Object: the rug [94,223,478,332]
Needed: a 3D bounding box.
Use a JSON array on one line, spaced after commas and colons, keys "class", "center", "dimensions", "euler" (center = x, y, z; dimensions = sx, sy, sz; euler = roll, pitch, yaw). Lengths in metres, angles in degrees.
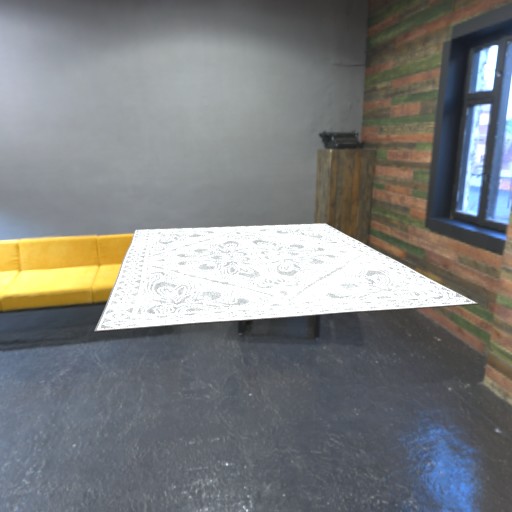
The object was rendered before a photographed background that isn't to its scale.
[{"class": "rug", "center": [0.000, 0.000, 4.144], "dimensions": [2.438, 0.012, 3.048], "euler": [-3, 15, -10]}]
